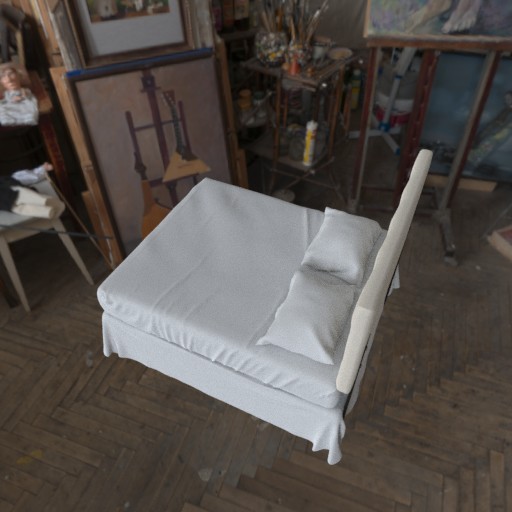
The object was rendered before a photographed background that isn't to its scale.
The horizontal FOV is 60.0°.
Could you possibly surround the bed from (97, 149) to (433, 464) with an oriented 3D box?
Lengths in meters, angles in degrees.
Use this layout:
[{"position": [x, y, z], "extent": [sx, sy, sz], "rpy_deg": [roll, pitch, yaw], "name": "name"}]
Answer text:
[{"position": [0.000, 0.000, 3.532], "extent": [2.222, 1.577, 1.936], "rpy_deg": [19, 48, 18], "name": "bed"}]
